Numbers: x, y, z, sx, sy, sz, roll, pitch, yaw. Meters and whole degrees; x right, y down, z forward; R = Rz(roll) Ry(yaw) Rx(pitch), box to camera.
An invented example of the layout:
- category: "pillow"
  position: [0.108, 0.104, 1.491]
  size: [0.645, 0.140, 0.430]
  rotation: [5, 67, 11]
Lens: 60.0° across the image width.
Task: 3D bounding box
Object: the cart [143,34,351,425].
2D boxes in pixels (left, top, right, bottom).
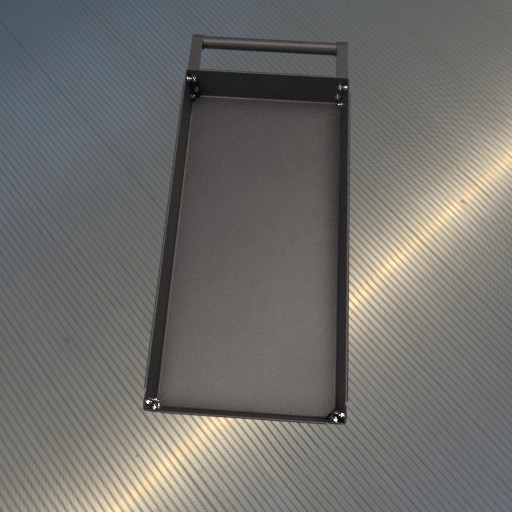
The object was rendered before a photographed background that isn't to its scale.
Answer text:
- category: "cart"
  position: [0.000, 0.000, 1.173]
  size: [0.366, 0.719, 0.779]
  rotation: [4, 74, 1]
